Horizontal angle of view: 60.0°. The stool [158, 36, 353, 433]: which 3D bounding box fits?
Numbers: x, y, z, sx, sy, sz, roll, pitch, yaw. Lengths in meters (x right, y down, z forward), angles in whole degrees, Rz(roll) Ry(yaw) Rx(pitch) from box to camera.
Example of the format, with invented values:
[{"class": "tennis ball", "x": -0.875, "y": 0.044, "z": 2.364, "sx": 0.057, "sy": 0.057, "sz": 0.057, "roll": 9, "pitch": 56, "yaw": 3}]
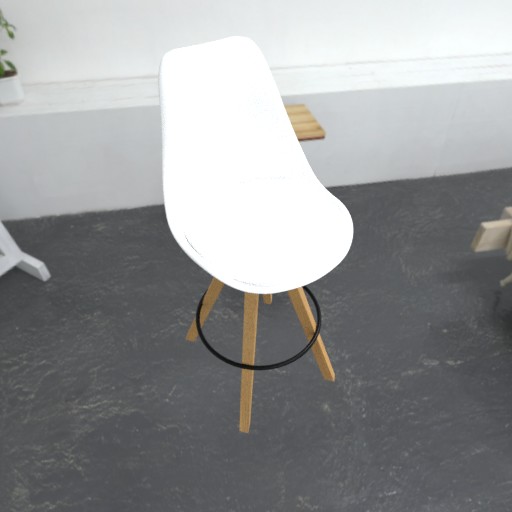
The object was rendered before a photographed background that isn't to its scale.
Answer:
[{"class": "stool", "x": 0.000, "y": 0.000, "z": 1.380, "sx": 0.482, "sy": 1.115, "sz": 0.549, "roll": -23, "pitch": 50, "yaw": -21}]
